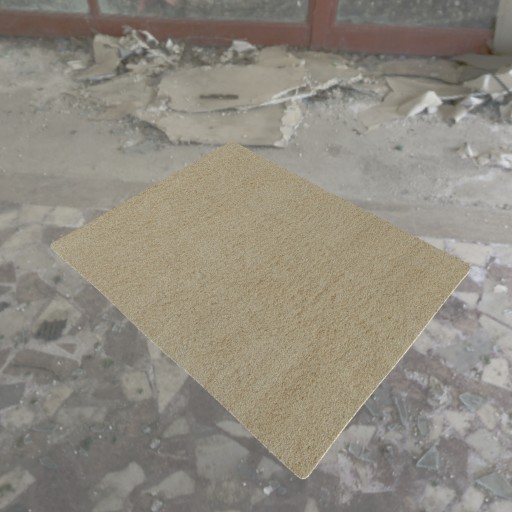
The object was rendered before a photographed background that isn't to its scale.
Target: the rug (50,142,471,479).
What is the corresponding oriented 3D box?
[{"bbox_3d":[0.000,0.000,4.004,3.001,0.025,2.401,34,55,28],"label":"rug"}]
